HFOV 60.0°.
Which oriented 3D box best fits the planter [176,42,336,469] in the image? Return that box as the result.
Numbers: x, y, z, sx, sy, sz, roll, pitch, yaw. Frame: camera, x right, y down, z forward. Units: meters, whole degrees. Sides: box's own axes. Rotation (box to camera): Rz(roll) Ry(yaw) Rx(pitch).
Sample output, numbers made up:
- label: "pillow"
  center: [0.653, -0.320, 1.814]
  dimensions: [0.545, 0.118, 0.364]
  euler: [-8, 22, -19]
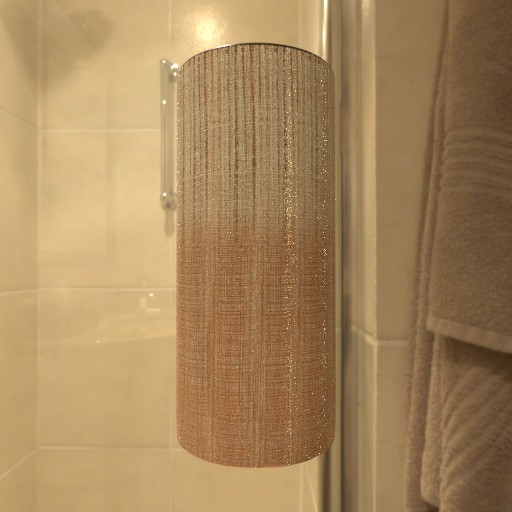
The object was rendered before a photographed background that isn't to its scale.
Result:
- label: "planter"
  center: [0.000, 0.000, 0.283]
  dimensions: [0.100, 0.227, 0.100]
  euler: [1, -1, -36]
